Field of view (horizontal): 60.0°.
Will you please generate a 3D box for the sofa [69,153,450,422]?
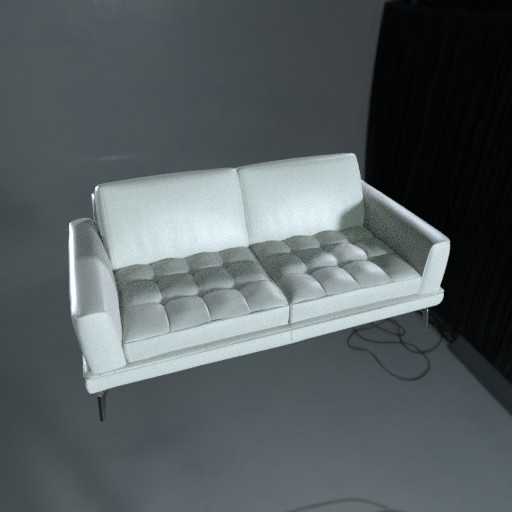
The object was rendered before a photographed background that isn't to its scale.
[{"bbox_3d":[0.000,0.000,2.784,2.177,0.930,1.121,-11,33,-17],"label":"sofa"}]
